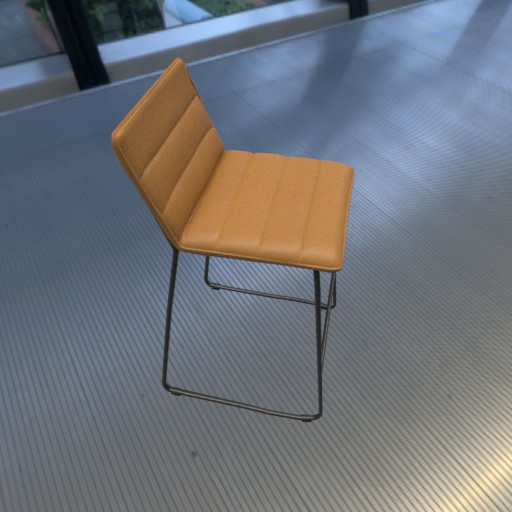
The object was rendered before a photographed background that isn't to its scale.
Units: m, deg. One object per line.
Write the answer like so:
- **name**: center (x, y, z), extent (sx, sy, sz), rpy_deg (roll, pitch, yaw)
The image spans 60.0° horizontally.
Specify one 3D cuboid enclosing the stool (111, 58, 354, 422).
- **stool**: center (0.000, 0.000, 1.261), extent (0.524, 0.936, 0.489), rpy_deg (9, 47, 9)
